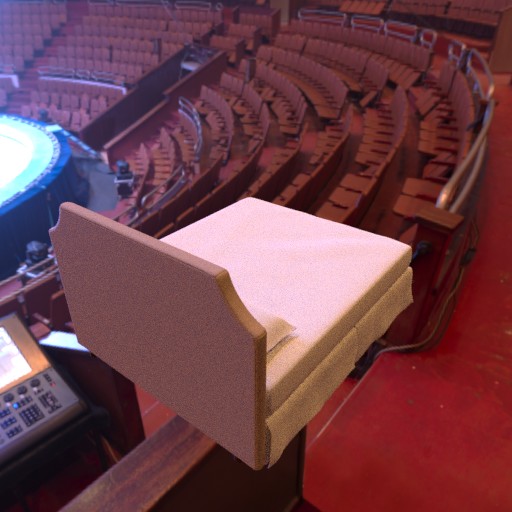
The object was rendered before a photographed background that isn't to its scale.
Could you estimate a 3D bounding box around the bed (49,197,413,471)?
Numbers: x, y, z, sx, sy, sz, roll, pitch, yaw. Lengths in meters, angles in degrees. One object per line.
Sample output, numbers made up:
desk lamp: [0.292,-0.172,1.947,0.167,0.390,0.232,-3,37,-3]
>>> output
bed: [0.000,0.000,4.248,2.350,1.590,2.773,21,36,32]
